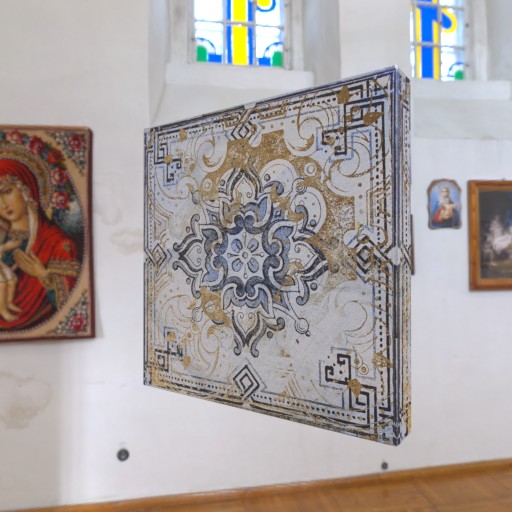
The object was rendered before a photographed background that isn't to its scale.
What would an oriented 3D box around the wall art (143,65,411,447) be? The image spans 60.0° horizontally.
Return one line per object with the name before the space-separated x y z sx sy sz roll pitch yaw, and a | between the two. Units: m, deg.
wall art | 0.000 0.000 0.456 0.302 0.306 0.038 0 -1 35
